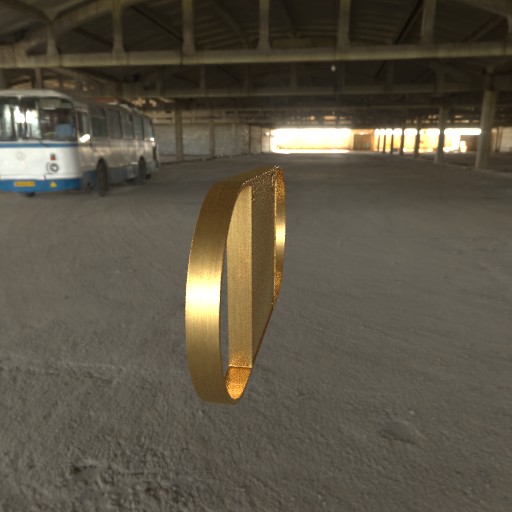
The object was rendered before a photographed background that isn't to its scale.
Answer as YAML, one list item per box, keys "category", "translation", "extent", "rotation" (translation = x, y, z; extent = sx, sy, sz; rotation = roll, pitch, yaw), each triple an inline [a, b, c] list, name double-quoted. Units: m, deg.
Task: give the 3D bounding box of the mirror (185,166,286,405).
- category: "mirror"
  translation: [0.000, 0.000, 0.678]
  extent: [0.032, 0.254, 0.584]
  rotation: [2, 15, 9]
